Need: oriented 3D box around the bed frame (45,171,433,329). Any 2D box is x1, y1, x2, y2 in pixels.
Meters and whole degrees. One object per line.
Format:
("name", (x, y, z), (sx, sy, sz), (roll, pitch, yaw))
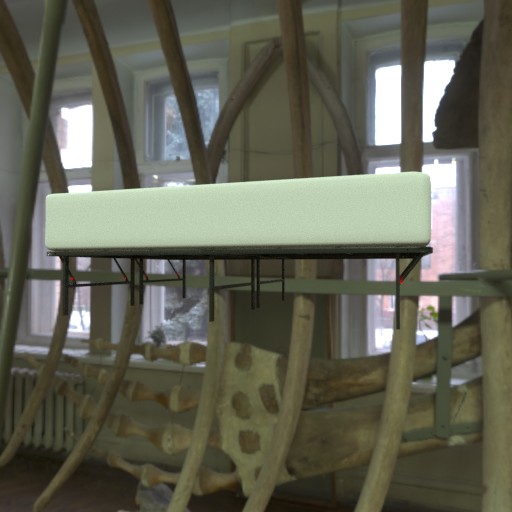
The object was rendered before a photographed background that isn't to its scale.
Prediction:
("bed frame", (0.000, 0.000, 2.866), (2.037, 0.677, 1.528), (0, -1, 18))
